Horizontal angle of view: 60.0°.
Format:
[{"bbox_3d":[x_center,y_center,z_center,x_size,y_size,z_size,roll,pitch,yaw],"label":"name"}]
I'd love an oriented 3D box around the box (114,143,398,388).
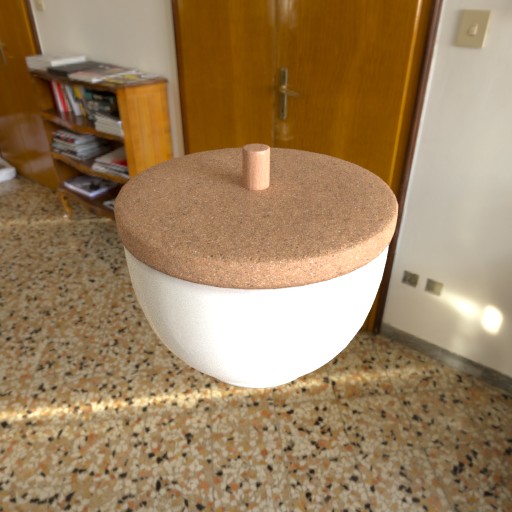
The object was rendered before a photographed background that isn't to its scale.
[{"bbox_3d":[0.000,0.000,0.188,0.107,0.094,0.107,0,31,0],"label":"box"}]
